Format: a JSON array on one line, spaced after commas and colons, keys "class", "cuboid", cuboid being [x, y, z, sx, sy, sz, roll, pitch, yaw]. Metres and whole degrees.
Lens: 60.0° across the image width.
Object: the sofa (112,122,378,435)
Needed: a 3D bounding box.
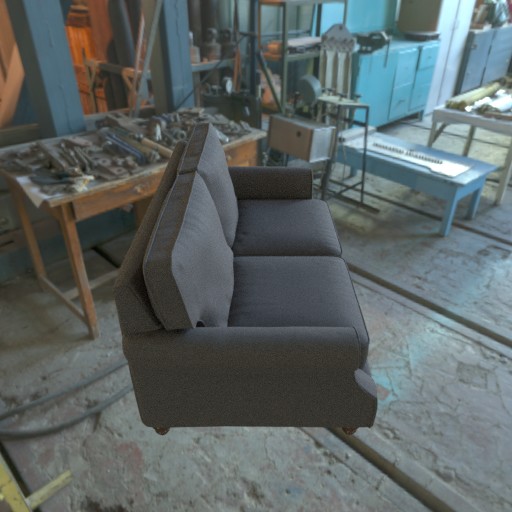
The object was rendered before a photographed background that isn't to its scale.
[{"class": "sofa", "cuboid": [0.000, 0.000, 2.236, 0.964, 0.937, 1.665, 0, 33, 0]}]
